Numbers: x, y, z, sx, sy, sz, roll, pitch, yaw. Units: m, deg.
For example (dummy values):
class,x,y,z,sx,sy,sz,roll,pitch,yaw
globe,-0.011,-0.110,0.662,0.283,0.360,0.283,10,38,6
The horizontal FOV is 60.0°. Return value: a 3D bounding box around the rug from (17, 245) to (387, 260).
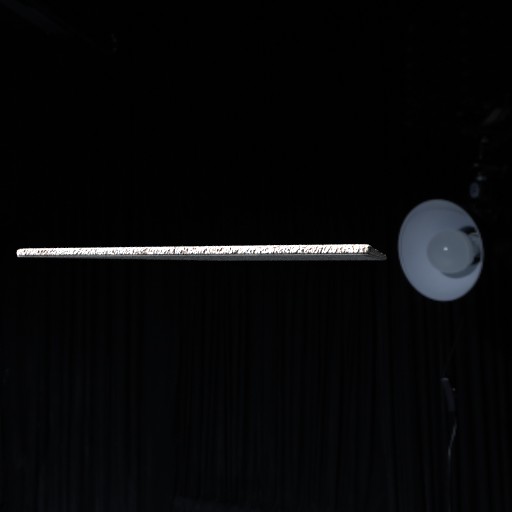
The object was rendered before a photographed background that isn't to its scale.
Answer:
class,x,y,z,sx,sy,sz,roll,pitch,yaw
rug,0.000,0.000,2.225,1.219,0.030,1.778,0,-1,18
